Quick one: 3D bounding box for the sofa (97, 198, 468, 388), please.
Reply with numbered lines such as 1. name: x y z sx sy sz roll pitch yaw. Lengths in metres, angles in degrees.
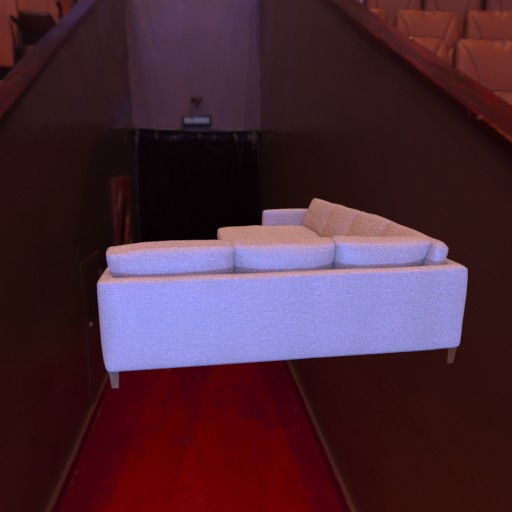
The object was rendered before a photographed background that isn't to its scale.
1. sofa: 0.000 0.000 4.670 2.594 0.961 3.460 -2 13 -8
